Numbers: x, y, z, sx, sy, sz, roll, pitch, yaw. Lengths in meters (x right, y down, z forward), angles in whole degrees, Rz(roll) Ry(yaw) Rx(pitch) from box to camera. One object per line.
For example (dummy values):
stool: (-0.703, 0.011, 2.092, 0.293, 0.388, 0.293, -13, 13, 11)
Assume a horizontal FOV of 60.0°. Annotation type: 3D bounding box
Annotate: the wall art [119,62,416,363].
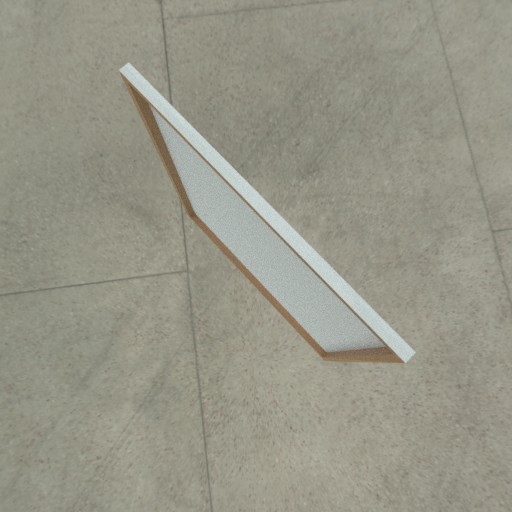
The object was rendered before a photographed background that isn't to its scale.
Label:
wall art: (0.000, 0.000, 0.990, 0.021, 0.710, 0.609, -42, 80, -9)
